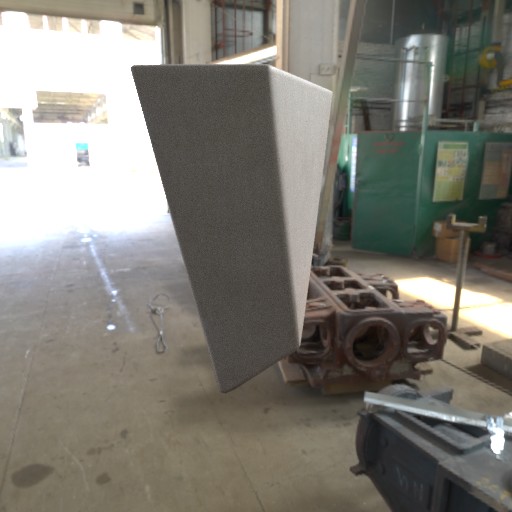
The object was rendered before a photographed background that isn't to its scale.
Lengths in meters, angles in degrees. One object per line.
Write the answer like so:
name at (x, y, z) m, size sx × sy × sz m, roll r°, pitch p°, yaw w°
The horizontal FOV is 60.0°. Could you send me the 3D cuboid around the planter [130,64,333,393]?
planter at (0.000, 0.000, 0.269) m, size 0.060 × 0.197 × 0.150 m, roll 6°, pitch 15°, yaw 24°
